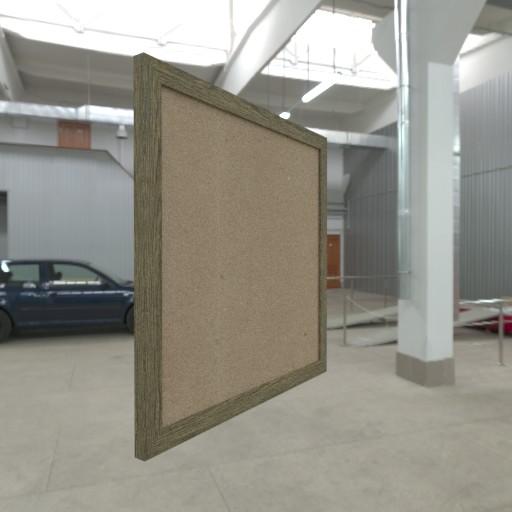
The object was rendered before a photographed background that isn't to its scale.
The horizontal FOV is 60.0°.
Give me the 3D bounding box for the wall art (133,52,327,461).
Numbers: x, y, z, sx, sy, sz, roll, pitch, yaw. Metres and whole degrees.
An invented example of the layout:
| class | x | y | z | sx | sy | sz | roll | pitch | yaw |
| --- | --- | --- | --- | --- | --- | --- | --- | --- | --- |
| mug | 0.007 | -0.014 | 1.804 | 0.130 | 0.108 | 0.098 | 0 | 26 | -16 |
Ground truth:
| class | x | y | z | sx | sy | sz | roll | pitch | yaw |
| --- | --- | --- | --- | --- | --- | --- | --- | --- | --- |
| wall art | 0.000 | 0.000 | 0.762 | 0.019 | 0.508 | 0.508 | 0 | 1 | 35 |
